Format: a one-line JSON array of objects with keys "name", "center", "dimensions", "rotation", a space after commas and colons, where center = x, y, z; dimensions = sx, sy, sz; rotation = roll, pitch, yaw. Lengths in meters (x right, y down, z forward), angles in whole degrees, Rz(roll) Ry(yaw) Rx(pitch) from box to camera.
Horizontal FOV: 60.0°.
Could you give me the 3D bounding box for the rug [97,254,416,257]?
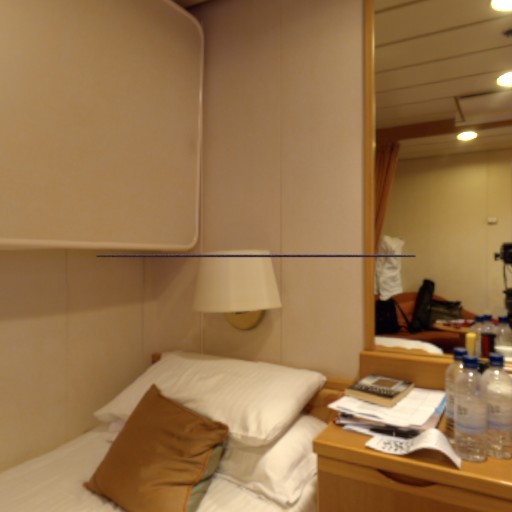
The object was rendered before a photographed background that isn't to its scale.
[{"name": "rug", "center": [0.000, 0.000, 3.518], "dimensions": [2.386, 0.014, 2.386], "rotation": [0, 0, 0]}]
